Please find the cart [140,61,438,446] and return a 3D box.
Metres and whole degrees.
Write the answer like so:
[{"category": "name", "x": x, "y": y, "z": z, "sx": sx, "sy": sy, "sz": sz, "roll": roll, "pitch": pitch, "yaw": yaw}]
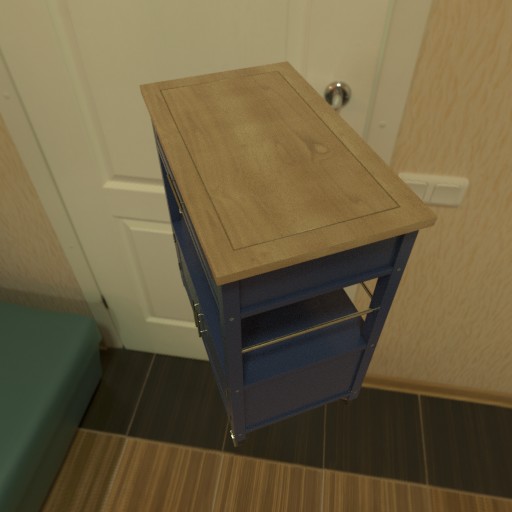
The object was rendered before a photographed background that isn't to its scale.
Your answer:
[{"category": "cart", "x": 0.000, "y": 0.000, "z": 1.421, "sx": 0.459, "sy": 0.901, "sz": 0.840, "roll": -15, "pitch": 49, "yaw": -14}]
